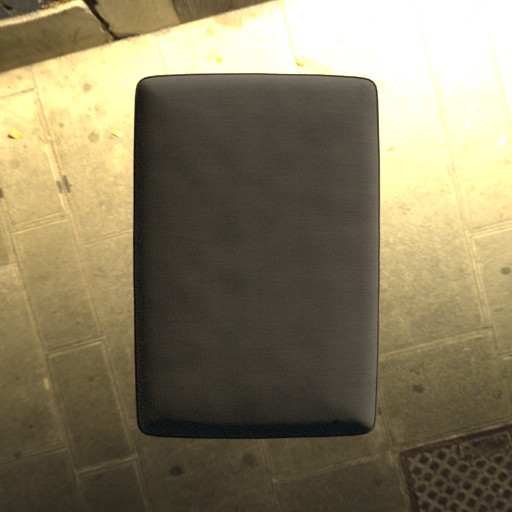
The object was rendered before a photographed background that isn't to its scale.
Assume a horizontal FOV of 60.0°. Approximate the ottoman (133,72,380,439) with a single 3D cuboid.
[{"bbox_3d":[0.000,0.000,1.321,0.636,0.480,0.941,0,91,-1],"label":"ottoman"}]
